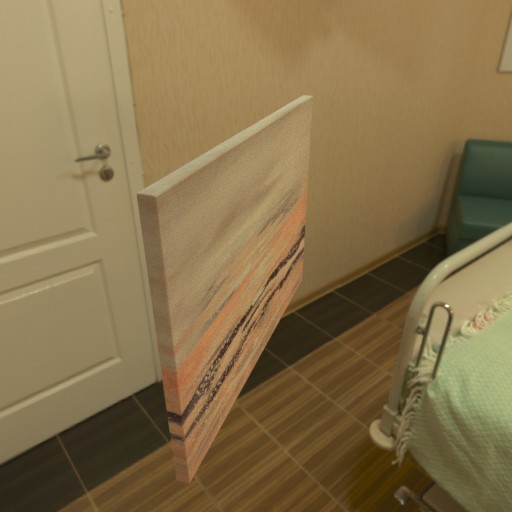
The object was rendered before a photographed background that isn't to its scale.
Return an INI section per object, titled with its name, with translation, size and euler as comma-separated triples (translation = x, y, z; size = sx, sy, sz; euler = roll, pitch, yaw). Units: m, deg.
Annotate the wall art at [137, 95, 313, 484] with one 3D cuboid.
[wall art]
translation = 0.000, 0.000, 1.329
size = 0.038, 0.763, 1.015
euler = 11, 31, 18
